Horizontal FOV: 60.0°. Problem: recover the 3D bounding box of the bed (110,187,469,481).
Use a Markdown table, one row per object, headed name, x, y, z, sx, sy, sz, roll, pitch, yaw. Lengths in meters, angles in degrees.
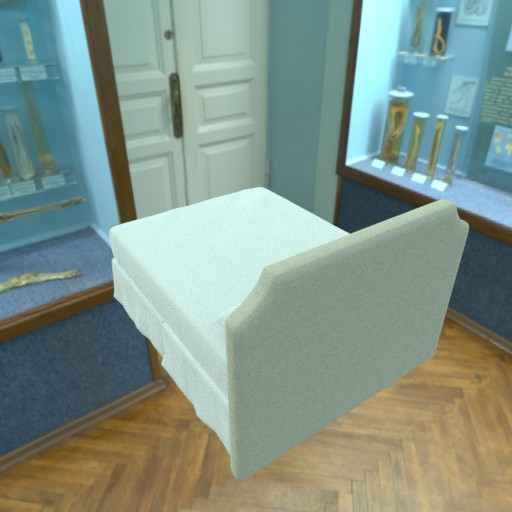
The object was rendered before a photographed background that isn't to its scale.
| name | x | y | z | sx | sy | sz | roll | pitch | yaw |
| --- | --- | --- | --- | --- | --- | --- | --- | --- | --- |
| bed | 0.000 | 0.000 | 3.210 | 1.693 | 1.290 | 2.116 | -20 | 37 | -29 |
